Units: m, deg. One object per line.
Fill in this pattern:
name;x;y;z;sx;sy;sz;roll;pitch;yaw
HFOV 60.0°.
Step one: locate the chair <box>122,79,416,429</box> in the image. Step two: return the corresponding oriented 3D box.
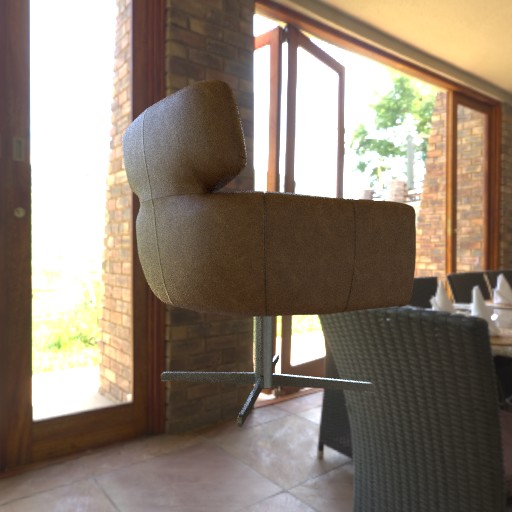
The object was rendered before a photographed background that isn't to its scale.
chair;0.000;0.000;1.357;0.715;0.812;0.706;0;1;-34
